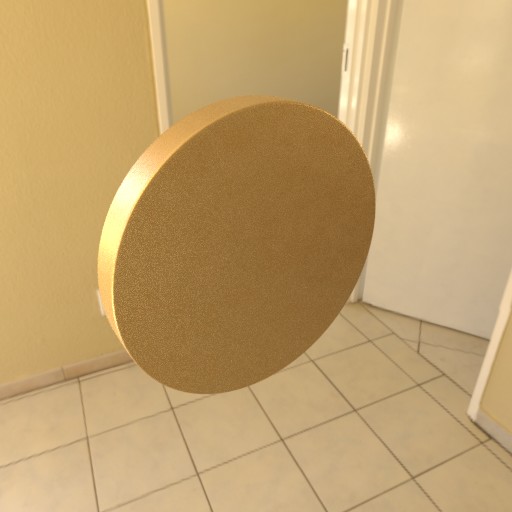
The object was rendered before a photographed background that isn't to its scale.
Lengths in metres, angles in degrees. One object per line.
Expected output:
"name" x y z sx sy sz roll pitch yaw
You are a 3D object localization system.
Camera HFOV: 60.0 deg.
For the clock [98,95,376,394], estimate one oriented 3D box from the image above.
"clock" 0.000 0.000 0.461 0.314 0.314 0.040 -18 34 -30
